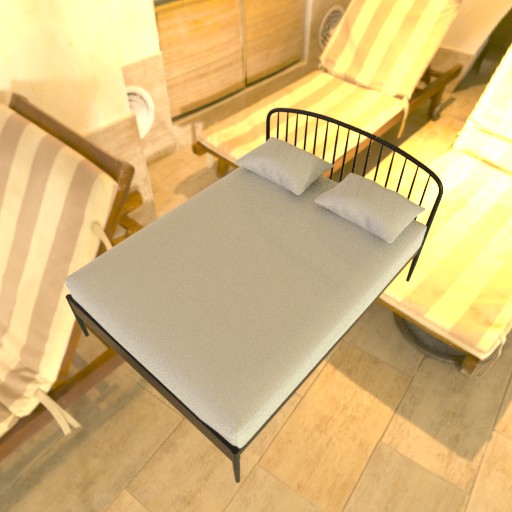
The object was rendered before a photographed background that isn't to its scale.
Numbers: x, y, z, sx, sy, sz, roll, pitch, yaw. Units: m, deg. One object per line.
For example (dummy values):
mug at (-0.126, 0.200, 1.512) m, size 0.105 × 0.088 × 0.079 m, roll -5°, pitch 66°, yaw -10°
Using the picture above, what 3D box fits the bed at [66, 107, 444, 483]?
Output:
bed at (0.000, 0.000, 3.160) m, size 1.618 × 1.166 × 2.159 m, roll 32°, pitch 54°, yaw 27°
